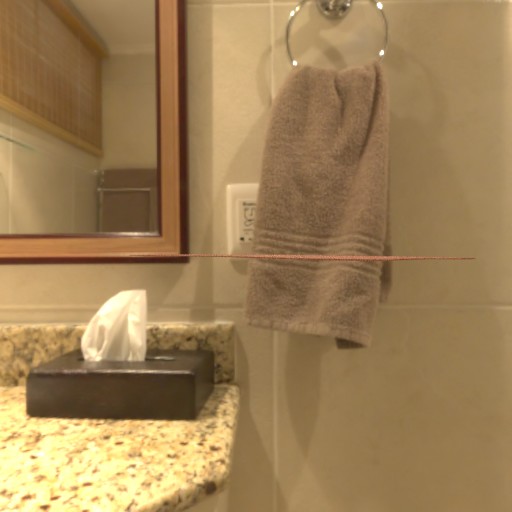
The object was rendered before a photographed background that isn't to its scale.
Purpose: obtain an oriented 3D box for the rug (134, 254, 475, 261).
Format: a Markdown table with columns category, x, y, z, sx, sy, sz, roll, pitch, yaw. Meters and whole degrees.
| category | x | y | z | sx | sy | sz | roll | pitch | yaw |
| --- | --- | --- | --- | --- | --- | --- | --- | --- | --- |
| rug | 0.000 | 0.000 | 2.697 | 0.718 | 0.013 | 2.353 | 0 | 1 | -36 |
